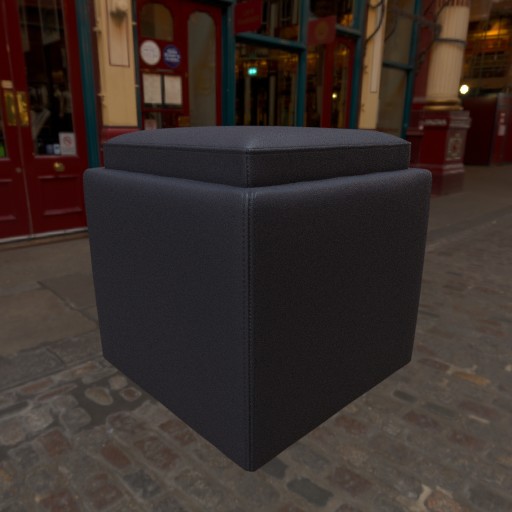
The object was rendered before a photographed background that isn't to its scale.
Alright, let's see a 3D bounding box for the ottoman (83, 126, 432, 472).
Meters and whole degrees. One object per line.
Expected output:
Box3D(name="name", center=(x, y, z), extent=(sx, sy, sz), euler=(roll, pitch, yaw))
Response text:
Box3D(name="ottoman", center=(0.000, 0.000, 0.817), extent=(0.451, 0.460, 0.450), euler=(-15, 22, -42))
